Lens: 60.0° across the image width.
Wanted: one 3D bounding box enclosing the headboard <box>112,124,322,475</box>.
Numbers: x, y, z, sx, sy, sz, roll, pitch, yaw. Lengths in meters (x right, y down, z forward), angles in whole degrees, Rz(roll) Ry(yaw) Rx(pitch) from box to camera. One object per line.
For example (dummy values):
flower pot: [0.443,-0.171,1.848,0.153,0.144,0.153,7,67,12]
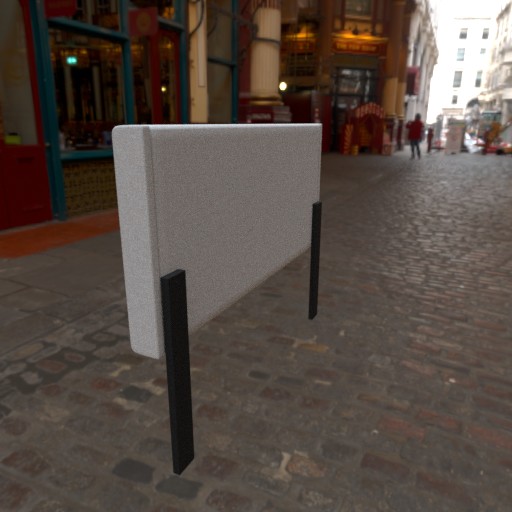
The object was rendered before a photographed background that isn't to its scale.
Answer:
headboard: [0.000,0.000,2.673,0.184,1.524,2.051,8,18,25]
